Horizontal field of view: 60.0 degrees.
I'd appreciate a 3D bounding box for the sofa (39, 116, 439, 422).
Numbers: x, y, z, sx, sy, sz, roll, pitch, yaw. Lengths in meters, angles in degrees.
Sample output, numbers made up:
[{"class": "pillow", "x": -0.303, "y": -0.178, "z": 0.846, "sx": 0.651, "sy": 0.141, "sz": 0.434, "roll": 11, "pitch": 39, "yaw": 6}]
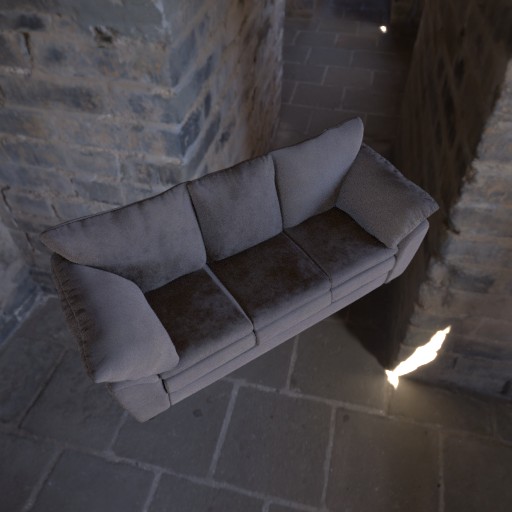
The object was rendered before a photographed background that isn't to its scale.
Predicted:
[{"class": "sofa", "x": 0.000, "y": 0.000, "z": 2.826, "sx": 2.336, "sy": 1.073, "sz": 0.878, "roll": -25, "pitch": 51, "yaw": -22}]
